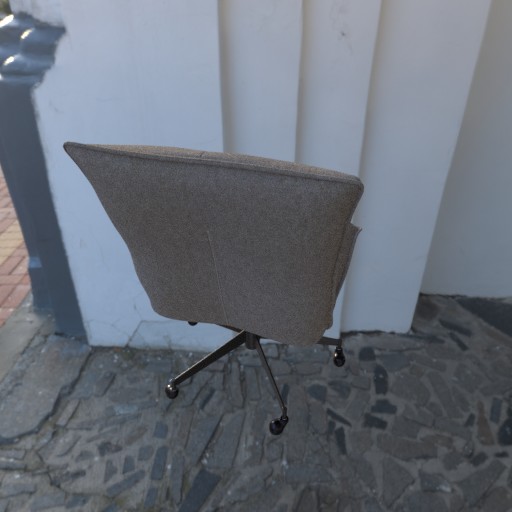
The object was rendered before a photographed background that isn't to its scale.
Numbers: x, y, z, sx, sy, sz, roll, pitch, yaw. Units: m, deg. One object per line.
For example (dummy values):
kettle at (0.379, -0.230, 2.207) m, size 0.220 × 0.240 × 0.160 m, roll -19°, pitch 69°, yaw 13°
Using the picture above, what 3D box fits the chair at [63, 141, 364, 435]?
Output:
chair at (0.000, 0.000, 1.281) m, size 0.597 × 0.811 × 0.696 m, roll 10°, pitch 33°, yaw 16°
